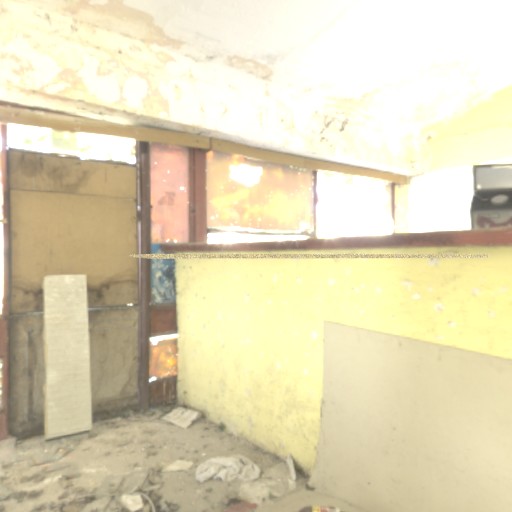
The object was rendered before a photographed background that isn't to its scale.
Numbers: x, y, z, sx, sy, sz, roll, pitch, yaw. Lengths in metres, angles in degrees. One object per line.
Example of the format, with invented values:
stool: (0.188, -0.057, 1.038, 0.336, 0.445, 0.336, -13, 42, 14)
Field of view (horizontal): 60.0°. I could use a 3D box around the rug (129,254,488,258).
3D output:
rug: (0.000, 0.000, 2.912, 1.532, 0.018, 2.297, 0, 0, -18)
